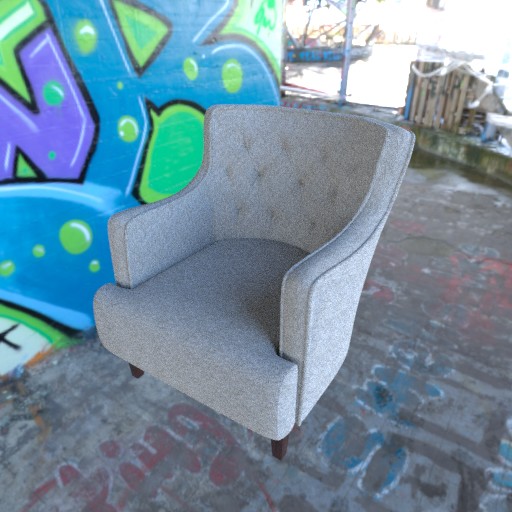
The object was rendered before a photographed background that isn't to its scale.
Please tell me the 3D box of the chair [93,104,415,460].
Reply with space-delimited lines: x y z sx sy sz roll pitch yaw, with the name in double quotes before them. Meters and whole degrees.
"chair" 0.000 0.000 1.633 0.820 0.920 0.910 18 33 29
